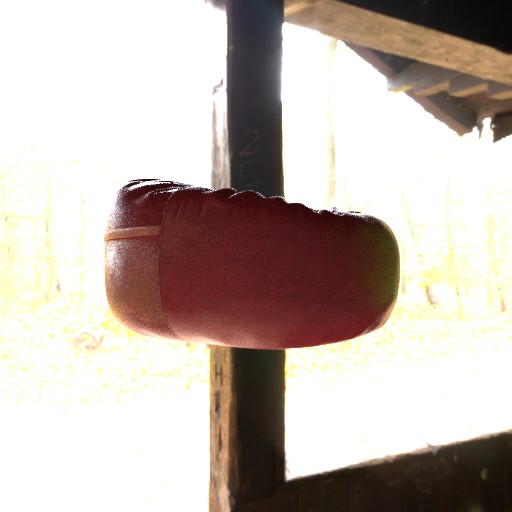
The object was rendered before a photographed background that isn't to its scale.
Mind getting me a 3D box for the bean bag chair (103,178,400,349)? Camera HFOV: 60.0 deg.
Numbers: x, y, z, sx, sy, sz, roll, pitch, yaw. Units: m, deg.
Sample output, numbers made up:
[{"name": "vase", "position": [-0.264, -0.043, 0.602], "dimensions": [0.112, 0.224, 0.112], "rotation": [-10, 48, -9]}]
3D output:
[{"name": "bean bag chair", "position": [0.000, 0.000, 2.474], "dimensions": [1.524, 0.878, 1.524], "rotation": [-2, -3, 37]}]
